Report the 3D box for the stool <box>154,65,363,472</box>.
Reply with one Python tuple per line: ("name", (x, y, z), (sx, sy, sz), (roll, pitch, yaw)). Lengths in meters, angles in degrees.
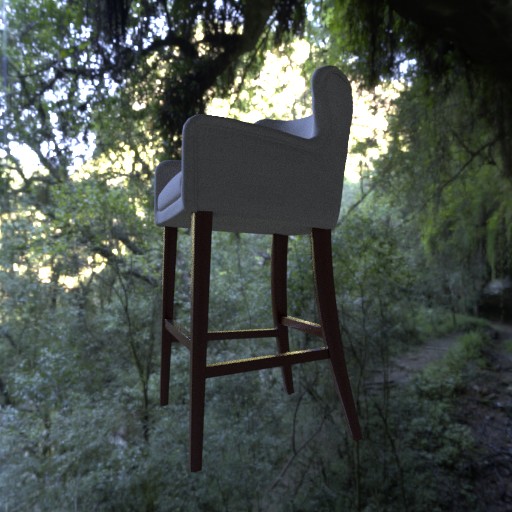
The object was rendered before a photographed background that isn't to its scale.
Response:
("stool", (0.000, 0.000, 1.385), (0.563, 1.034, 0.556), (0, -1, -20))
